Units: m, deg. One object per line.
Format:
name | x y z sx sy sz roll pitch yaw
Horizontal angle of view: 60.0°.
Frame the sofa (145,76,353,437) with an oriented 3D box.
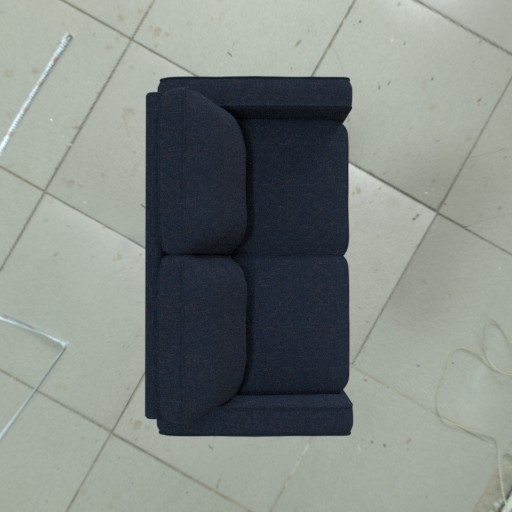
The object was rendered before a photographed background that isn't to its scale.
sofa | 0.000 0.000 2.229 0.947 0.918 1.709 0 89 0
